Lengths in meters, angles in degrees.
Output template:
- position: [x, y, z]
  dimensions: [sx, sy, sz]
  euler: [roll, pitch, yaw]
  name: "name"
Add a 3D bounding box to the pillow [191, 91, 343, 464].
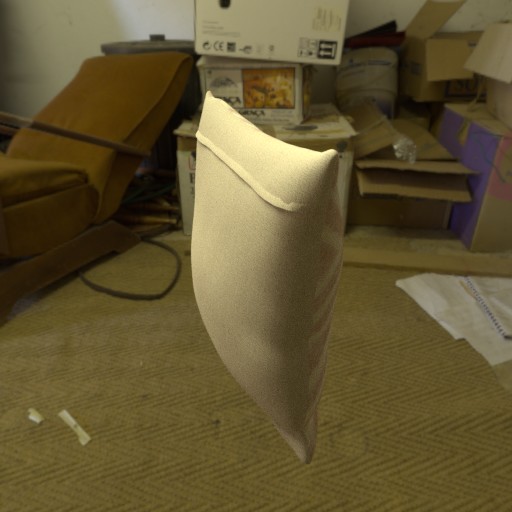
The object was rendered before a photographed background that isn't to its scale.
- position: [0.000, 0.000, 0.691]
  dimensions: [0.182, 0.441, 0.440]
  euler: [-11, 31, -19]
  name: "pillow"
